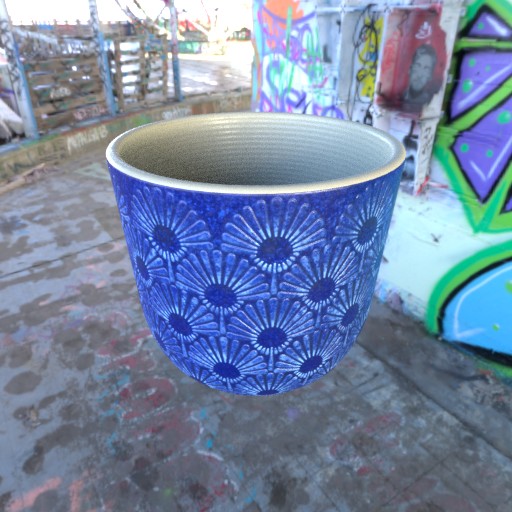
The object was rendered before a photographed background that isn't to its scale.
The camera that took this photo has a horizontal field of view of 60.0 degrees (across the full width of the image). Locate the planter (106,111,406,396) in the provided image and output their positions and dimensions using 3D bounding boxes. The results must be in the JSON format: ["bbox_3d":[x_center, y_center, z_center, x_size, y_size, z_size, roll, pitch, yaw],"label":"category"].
[{"bbox_3d":[0.000,0.000,0.362,0.206,0.190,0.206,0,29,0],"label":"planter"}]
